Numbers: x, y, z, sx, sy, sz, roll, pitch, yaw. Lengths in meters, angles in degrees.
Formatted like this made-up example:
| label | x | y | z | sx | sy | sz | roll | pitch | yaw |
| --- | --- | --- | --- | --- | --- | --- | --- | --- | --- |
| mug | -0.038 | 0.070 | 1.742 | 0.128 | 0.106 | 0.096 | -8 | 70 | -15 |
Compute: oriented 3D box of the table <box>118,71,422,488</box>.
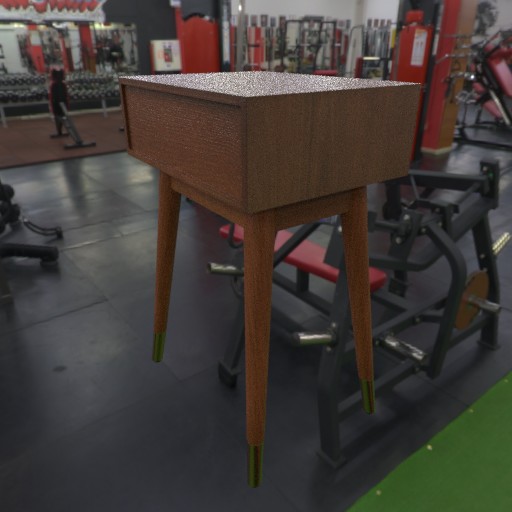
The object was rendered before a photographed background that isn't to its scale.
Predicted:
| label | x | y | z | sx | sy | sz | roll | pitch | yaw |
| --- | --- | --- | --- | --- | --- | --- | --- | --- | --- |
| table | 0.000 | 0.000 | 0.808 | 0.300 | 0.599 | 0.406 | -17 | 30 | -31 |
